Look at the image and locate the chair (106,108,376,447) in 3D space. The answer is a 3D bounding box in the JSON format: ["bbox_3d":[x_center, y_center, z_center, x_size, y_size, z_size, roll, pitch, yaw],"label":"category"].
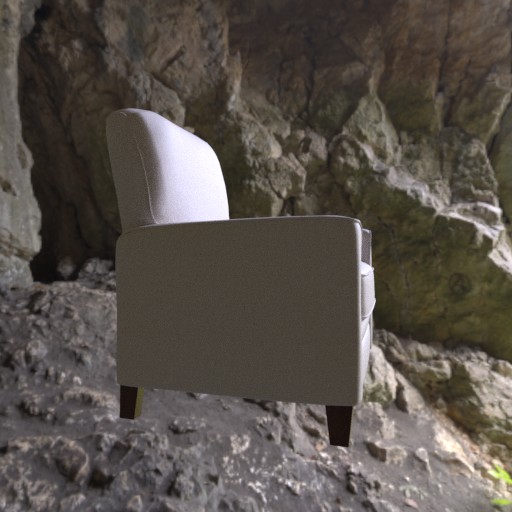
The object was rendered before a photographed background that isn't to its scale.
[{"bbox_3d":[0.000,0.000,1.661,0.858,1.028,0.841,0,1,17],"label":"chair"}]
